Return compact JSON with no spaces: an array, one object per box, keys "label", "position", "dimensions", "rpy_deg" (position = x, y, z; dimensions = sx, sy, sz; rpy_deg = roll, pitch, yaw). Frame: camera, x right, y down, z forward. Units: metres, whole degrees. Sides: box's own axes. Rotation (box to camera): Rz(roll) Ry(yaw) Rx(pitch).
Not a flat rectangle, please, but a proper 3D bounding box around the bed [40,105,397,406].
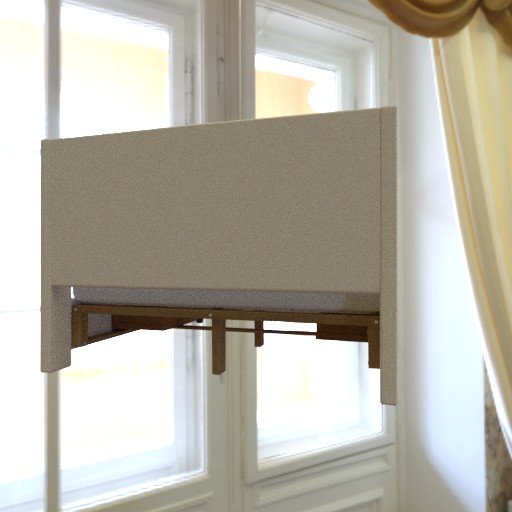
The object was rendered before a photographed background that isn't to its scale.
[{"label":"bed","position":[0.000,0.000,3.551],"dimensions":[2.145,1.471,2.293],"rpy_deg":[0,0,17]}]
